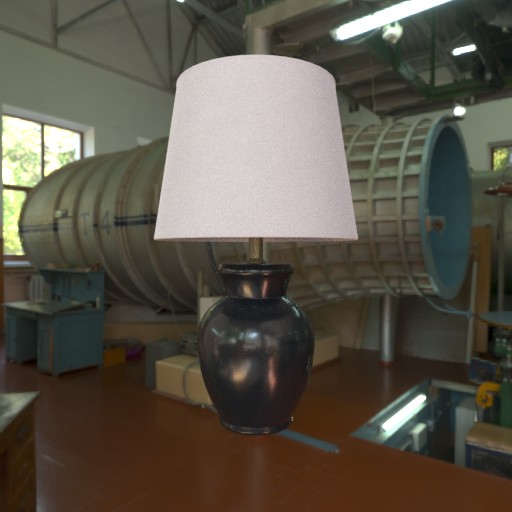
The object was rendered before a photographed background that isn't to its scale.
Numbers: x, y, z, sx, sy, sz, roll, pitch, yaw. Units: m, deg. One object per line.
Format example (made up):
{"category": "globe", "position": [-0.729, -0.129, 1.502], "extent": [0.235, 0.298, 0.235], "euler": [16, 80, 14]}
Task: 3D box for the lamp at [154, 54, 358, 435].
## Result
{"category": "lamp", "position": [0.000, 0.000, 0.533], "extent": [0.239, 0.399, 0.239], "euler": [0, 1, 0]}
